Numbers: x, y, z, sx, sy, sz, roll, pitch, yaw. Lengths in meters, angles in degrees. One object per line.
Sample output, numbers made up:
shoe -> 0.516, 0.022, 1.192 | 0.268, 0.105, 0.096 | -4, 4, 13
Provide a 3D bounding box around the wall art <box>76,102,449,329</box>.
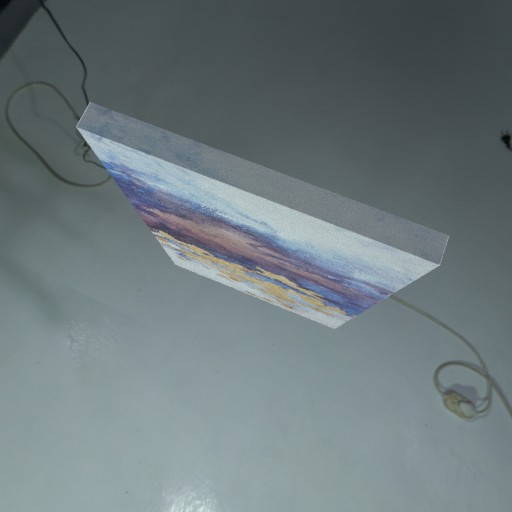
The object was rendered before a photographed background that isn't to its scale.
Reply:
wall art -> 0.000, 0.000, 1.084 | 0.583, 0.874, 0.048 | 22, 76, 6
